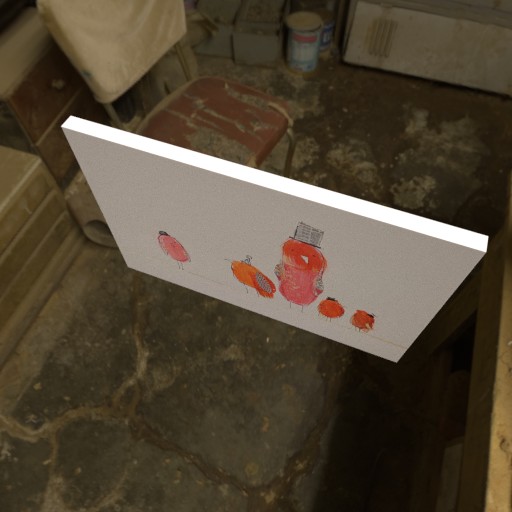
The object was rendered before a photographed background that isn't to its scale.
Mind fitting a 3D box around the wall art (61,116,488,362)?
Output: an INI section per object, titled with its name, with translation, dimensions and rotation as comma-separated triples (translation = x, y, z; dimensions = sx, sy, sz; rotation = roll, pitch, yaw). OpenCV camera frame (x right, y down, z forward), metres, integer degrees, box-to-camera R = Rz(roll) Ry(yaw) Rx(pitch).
[wall art]
translation = 0.000, 0.000, 1.162
dimensions = 0.914, 0.609, 0.038
rotation = 18, 60, 11
